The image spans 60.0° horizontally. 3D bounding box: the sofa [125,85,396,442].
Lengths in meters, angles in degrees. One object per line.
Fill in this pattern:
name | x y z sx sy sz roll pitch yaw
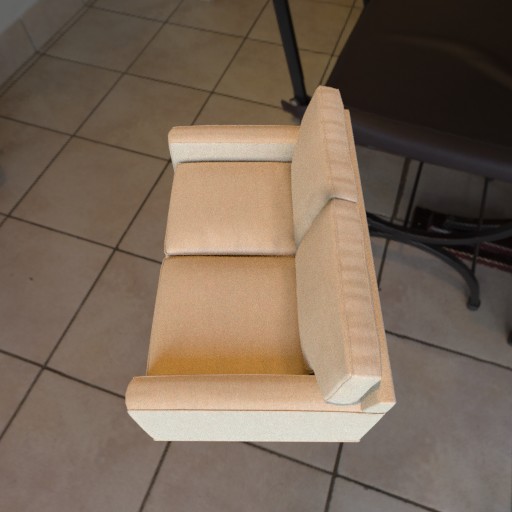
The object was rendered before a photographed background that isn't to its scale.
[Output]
sofa | 0.000 0.000 2.064 0.942 0.853 1.484 0 57 0
